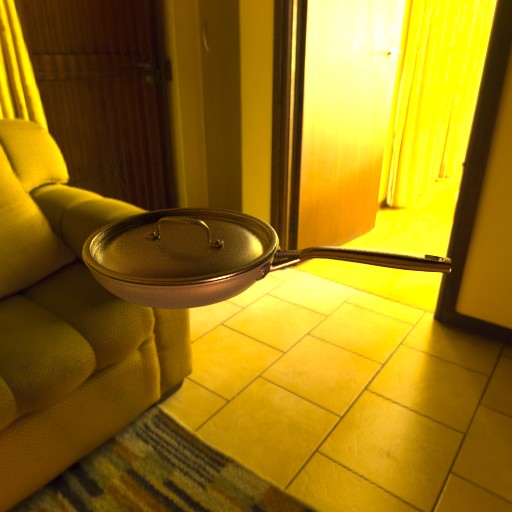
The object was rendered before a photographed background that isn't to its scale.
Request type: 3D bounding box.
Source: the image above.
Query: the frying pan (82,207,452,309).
[{"bbox_3d":[0.000,0.000,0.608,0.490,0.086,0.272,7,26,16],"label":"frying pan"}]
